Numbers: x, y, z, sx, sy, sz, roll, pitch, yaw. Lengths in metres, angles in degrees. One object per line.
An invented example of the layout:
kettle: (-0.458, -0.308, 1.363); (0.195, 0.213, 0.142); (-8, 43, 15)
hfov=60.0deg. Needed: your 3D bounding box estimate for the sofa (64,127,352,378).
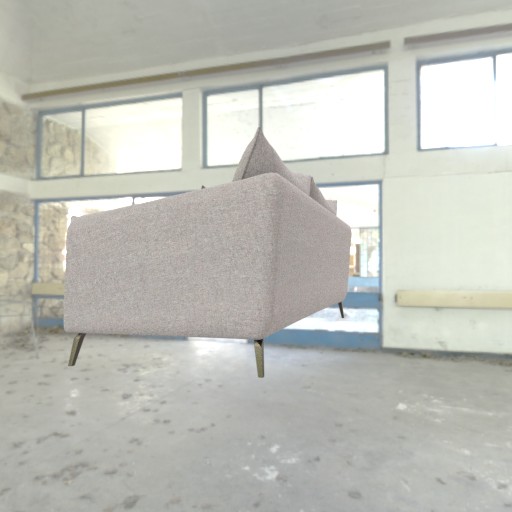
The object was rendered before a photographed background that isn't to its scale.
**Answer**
sofa: (0.000, 0.000, 2.407); (0.809, 0.833, 2.022); (-1, -2, 19)
